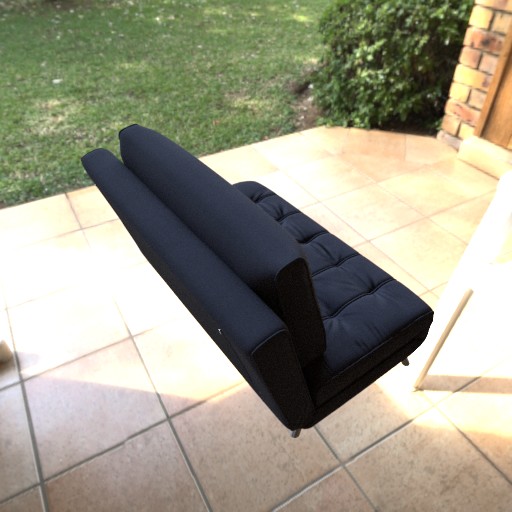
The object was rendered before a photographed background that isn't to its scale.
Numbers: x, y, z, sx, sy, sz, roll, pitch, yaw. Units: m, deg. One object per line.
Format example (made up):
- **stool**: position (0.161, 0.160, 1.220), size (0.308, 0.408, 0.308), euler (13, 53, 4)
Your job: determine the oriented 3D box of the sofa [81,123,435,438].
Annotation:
- **sofa**: position (0.000, 0.000, 1.845), size (0.910, 0.910, 1.220), euler (-25, 47, -27)
